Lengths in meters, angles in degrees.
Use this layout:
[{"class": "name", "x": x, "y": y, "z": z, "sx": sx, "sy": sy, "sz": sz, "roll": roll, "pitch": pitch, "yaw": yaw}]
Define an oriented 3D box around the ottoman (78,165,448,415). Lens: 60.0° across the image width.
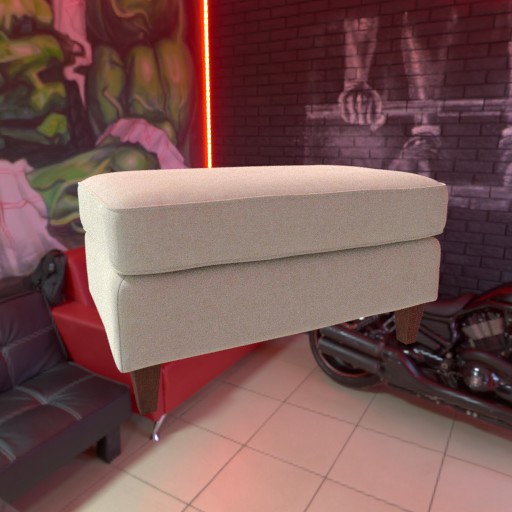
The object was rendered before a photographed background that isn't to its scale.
[{"class": "ottoman", "x": 0.000, "y": 0.000, "z": 1.241, "sx": 0.862, "sy": 0.484, "sz": 0.583, "roll": -7, "pitch": 16, "yaw": -26}]
